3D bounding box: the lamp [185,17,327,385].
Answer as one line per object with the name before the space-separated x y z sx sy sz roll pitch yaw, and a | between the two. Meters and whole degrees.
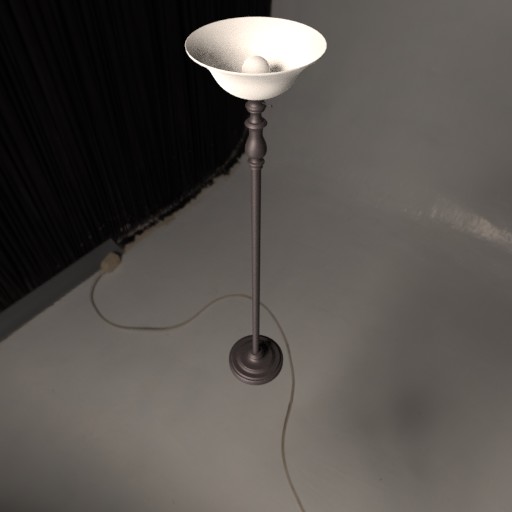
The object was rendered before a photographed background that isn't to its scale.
lamp | 0.000 0.000 1.929 0.405 1.797 0.405 30 54 25
